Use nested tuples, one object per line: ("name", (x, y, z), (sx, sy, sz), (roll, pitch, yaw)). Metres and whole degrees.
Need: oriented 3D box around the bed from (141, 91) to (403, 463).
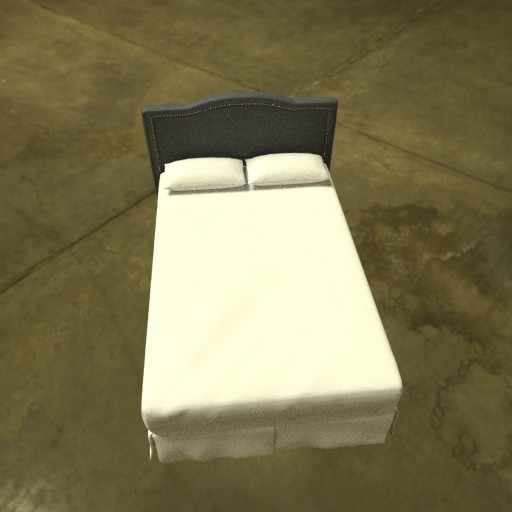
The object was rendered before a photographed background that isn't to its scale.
("bed", (0.000, 0.000, 3.419), (1.747, 1.441, 2.507), (-4, 47, -4))
